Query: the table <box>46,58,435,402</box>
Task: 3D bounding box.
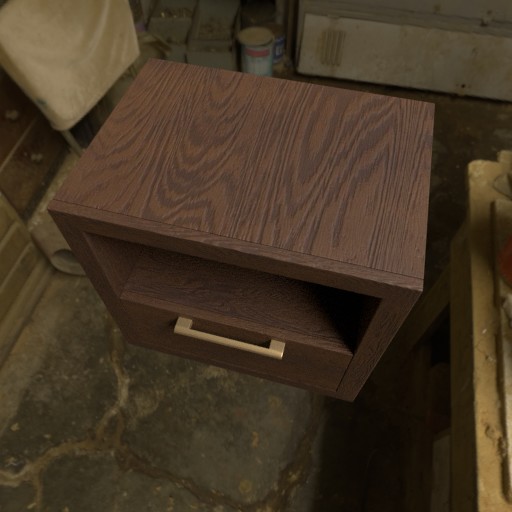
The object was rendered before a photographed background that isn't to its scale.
[{"bbox_3d":[0.000,0.000,0.974,0.560,0.585,0.439,12,57,8],"label":"table"}]
